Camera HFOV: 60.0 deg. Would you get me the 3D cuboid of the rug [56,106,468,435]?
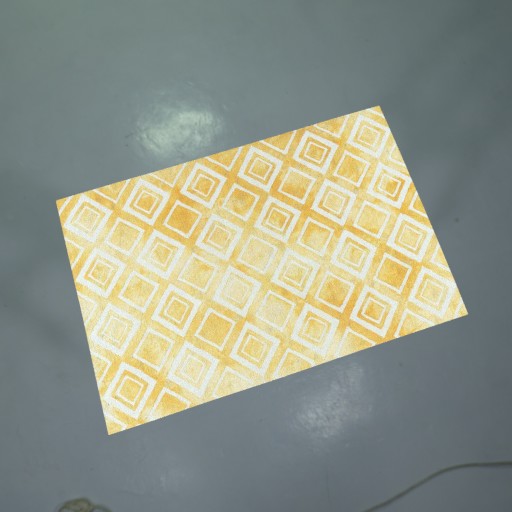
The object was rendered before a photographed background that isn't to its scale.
[{"bbox_3d":[0.000,0.000,2.261,1.829,0.010,1.213,-17,77,-4],"label":"rug"}]
